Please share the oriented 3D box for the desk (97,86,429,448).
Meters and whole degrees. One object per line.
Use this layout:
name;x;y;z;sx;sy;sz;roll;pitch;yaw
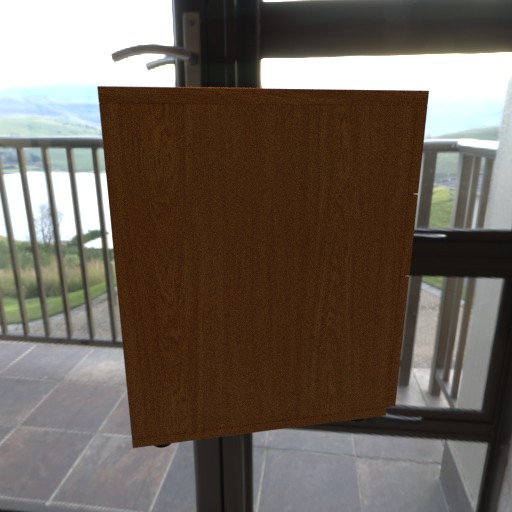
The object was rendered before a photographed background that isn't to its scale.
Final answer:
desk;0.000;0.000;1.066;0.600;0.730;0.404;-3;17;-10
